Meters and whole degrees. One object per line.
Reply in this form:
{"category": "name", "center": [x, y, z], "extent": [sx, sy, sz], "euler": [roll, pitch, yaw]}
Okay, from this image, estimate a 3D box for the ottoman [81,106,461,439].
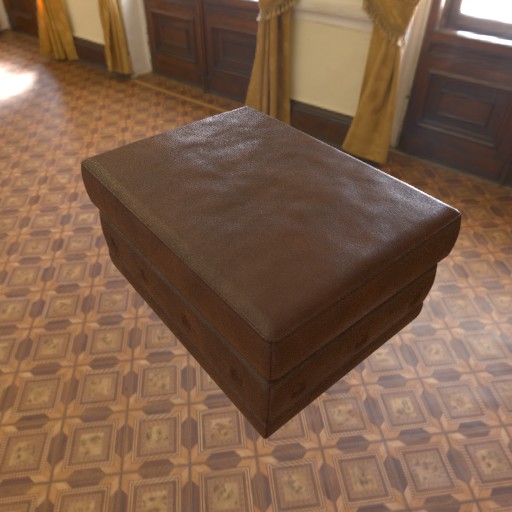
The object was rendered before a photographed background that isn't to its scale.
{"category": "ottoman", "center": [0.000, 0.000, 1.229], "extent": [0.588, 0.509, 0.795], "euler": [-28, 49, -29]}
